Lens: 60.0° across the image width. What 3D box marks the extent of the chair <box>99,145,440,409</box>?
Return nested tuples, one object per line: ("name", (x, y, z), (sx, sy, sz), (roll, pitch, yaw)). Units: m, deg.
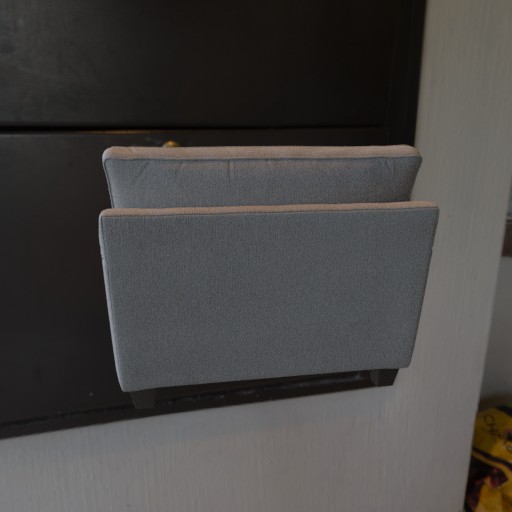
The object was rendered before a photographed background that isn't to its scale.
("chair", (0.000, 0.000, 2.068), (1.220, 1.016, 1.041), (-2, 16, -9))
